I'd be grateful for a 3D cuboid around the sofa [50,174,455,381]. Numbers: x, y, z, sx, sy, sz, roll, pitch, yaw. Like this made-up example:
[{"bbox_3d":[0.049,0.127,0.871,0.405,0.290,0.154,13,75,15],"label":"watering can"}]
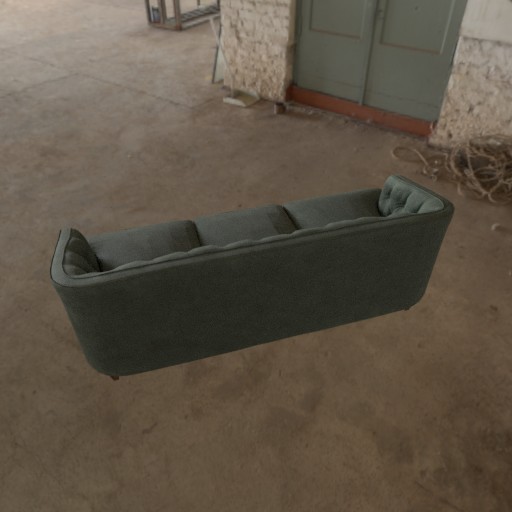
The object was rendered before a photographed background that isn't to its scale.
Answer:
[{"bbox_3d":[0.000,0.000,2.825,2.278,0.855,0.941,-11,41,-13],"label":"sofa"}]
